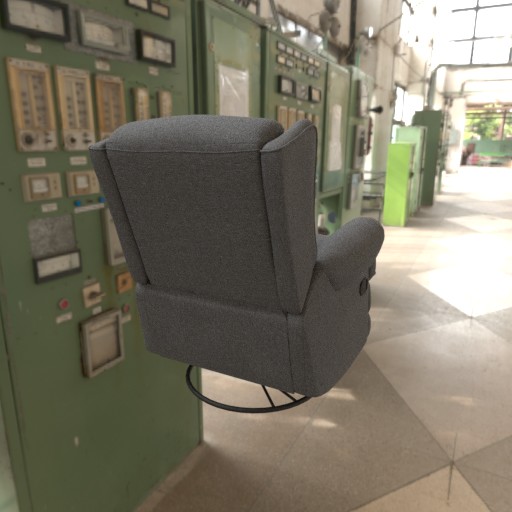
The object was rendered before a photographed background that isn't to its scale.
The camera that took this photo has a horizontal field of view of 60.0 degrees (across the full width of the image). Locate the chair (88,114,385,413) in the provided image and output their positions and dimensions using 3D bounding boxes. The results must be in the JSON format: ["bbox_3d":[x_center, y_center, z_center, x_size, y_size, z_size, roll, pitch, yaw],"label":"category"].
[{"bbox_3d":[0.000,0.000,1.725,0.847,1.011,0.969,8,16,27],"label":"chair"}]
